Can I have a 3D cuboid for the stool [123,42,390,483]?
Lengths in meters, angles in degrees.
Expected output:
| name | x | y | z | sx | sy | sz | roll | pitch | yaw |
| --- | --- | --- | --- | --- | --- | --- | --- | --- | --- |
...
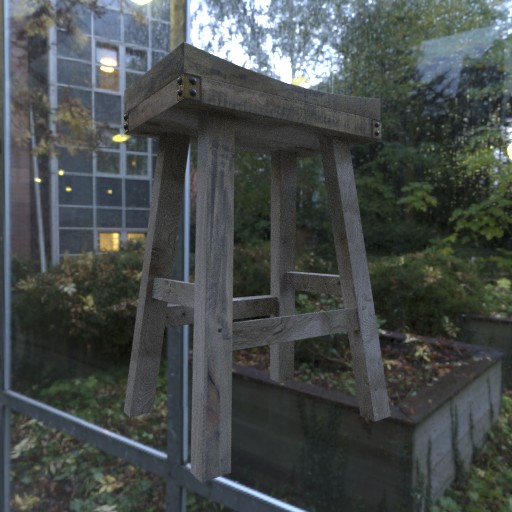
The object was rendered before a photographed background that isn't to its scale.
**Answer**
| name | x | y | z | sx | sy | sz | roll | pitch | yaw |
| --- | --- | --- | --- | --- | --- | --- | --- | --- | --- |
| stool | 0.000 | 0.000 | 0.882 | 0.450 | 0.635 | 0.330 | -1 | 2 | -36 |
